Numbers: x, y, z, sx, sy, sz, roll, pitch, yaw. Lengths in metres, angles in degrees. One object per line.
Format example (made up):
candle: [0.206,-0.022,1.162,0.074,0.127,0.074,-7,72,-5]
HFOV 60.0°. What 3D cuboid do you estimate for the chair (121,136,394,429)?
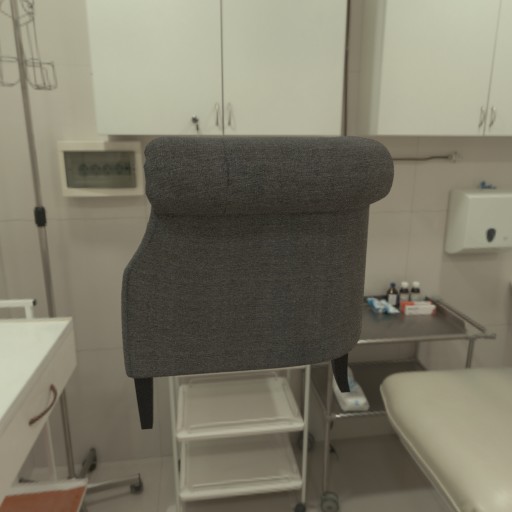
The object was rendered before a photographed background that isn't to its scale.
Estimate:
chair: [0.000,0.000,1.580,0.852,0.827,0.905,-2,15,-8]
